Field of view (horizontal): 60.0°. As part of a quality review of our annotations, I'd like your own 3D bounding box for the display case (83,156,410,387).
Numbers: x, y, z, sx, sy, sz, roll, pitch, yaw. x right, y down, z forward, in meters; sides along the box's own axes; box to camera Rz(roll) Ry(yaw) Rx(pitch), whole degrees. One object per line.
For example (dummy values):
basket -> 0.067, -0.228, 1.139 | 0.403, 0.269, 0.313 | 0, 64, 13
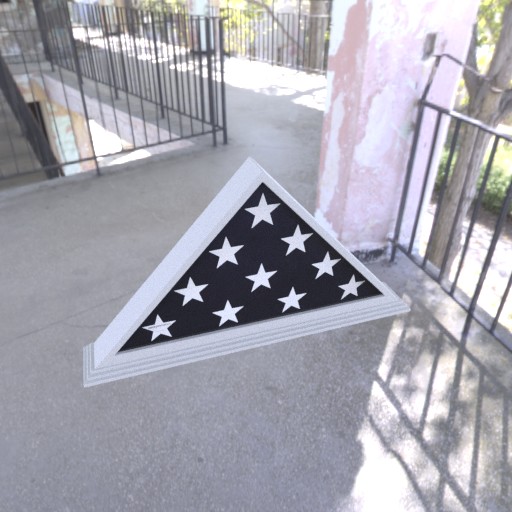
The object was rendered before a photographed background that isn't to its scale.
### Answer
display case -> 0.000, 0.000, 0.778 | 0.640, 0.340, 0.095 | -10, 34, -15
